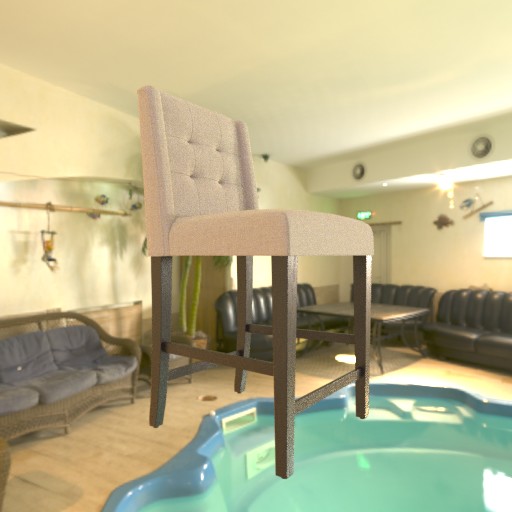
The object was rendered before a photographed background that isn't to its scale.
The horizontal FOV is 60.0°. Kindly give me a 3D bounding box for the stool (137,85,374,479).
[{"bbox_3d":[0.000,0.000,1.245,0.509,0.939,0.474,0,0,36],"label":"stool"}]
